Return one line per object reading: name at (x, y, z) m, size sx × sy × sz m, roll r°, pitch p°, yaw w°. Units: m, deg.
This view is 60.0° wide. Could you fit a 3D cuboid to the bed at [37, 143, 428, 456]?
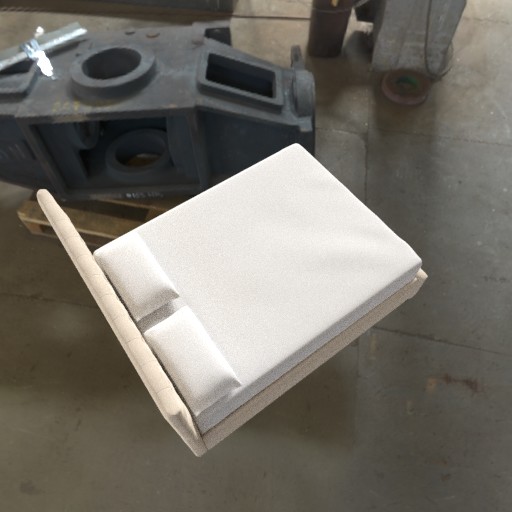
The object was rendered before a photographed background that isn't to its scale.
bed at (0.000, 0.000, 3.349) m, size 2.233 × 1.426 × 1.696 m, roll -32°, pitch 64°, yaw -18°
